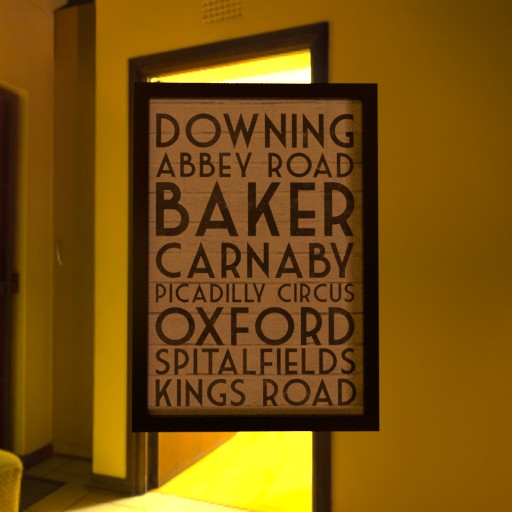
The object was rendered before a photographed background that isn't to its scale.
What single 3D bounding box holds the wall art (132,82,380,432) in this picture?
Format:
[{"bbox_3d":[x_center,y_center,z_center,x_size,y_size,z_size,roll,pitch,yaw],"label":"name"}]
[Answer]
[{"bbox_3d":[0.000,0.000,0.554,0.304,0.432,0.013,0,-1,-1],"label":"wall art"}]
